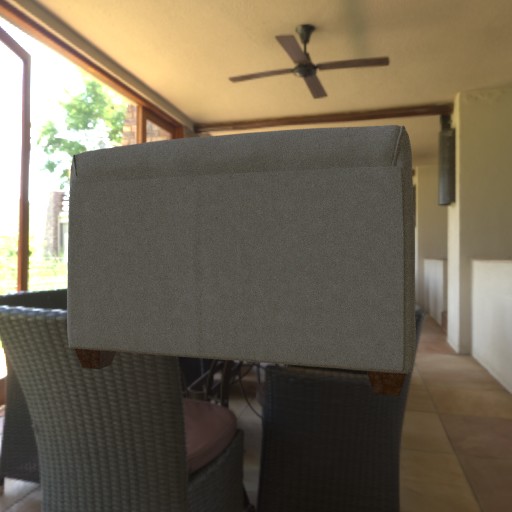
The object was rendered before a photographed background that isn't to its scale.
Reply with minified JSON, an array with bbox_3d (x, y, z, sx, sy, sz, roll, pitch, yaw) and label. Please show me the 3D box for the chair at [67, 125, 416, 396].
[{"bbox_3d":[0.000,0.000,2.107,1.395,0.953,0.992,0,0,17],"label":"chair"}]
